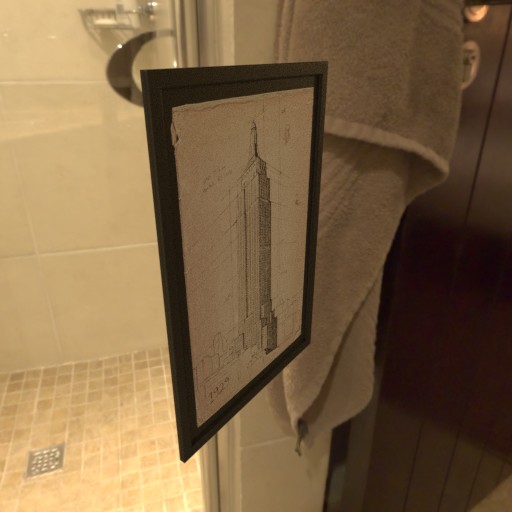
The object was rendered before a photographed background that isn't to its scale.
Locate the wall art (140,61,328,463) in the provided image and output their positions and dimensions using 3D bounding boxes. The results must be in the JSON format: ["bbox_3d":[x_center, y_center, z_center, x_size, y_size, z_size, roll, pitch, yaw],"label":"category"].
[{"bbox_3d":[0.000,0.000,0.833,0.012,0.661,0.451,18,30,33],"label":"wall art"}]
